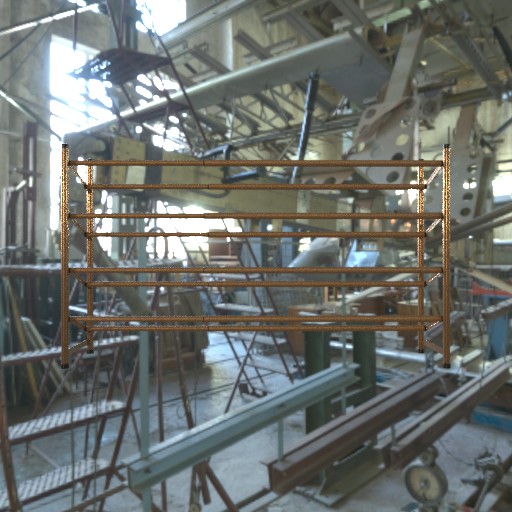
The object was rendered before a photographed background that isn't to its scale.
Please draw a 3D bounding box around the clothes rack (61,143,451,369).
[{"bbox_3d":[0.000,0.000,1.432,1.168,0.672,0.229,0,0,0],"label":"clothes rack"}]
